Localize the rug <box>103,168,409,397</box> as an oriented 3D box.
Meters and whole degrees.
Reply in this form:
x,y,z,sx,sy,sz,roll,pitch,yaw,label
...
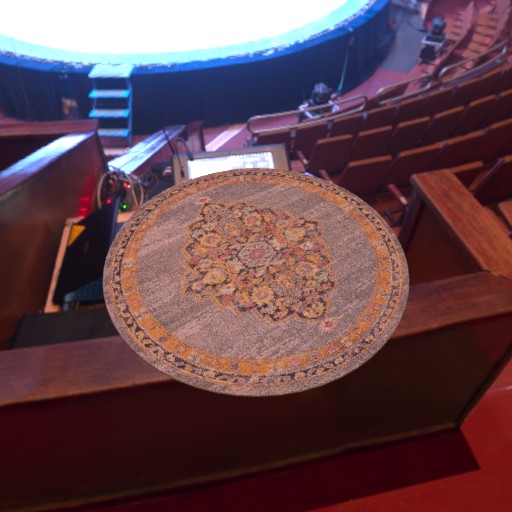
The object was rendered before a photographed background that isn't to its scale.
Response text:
x,y,z,sx,sy,sz,roll,pitch,yaw,label
0.000,0.000,3.540,2.382,0.014,2.382,0,47,0,rug
